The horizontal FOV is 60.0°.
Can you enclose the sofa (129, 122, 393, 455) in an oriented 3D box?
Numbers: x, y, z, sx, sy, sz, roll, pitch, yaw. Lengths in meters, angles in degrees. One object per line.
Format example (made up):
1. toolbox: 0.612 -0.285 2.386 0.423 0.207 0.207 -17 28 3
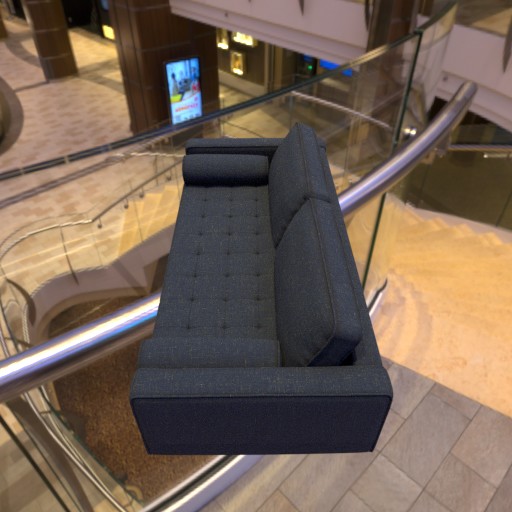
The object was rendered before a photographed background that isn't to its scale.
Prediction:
1. sofa: 0.000 0.000 2.292 0.914 0.762 1.880 0 41 0
